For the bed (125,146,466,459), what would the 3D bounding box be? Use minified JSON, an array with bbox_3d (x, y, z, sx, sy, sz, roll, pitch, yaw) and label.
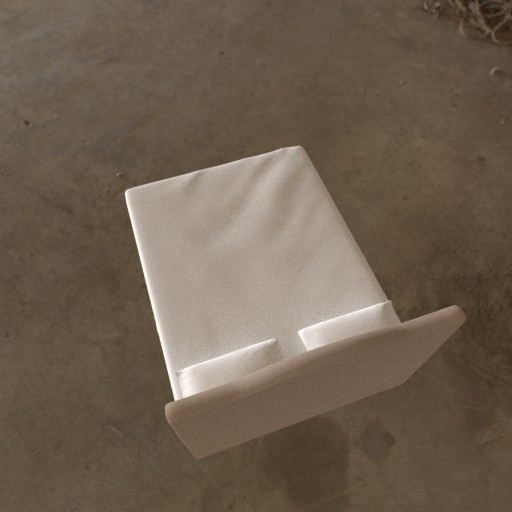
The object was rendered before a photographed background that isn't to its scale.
[{"bbox_3d":[0.000,0.000,3.408,1.821,1.436,2.282,-16,60,-10],"label":"bed"}]
